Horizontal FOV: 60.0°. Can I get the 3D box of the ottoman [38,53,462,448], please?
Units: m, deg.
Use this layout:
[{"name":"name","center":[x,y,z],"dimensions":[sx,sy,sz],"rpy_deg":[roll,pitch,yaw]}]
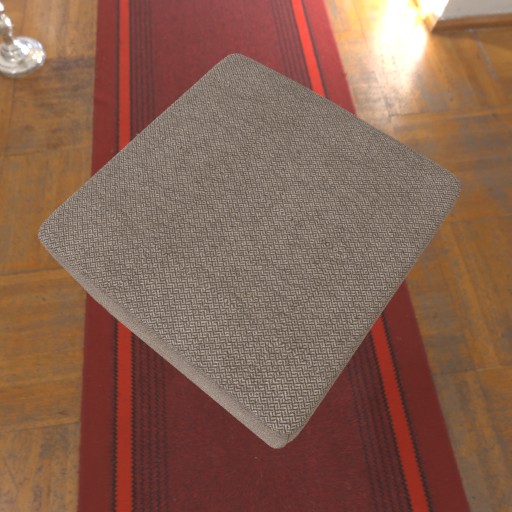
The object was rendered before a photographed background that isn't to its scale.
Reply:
[{"name":"ottoman","center":[0.000,0.000,0.889],"dimensions":[0.512,0.453,0.519],"rpy_deg":[35,70,15]}]
